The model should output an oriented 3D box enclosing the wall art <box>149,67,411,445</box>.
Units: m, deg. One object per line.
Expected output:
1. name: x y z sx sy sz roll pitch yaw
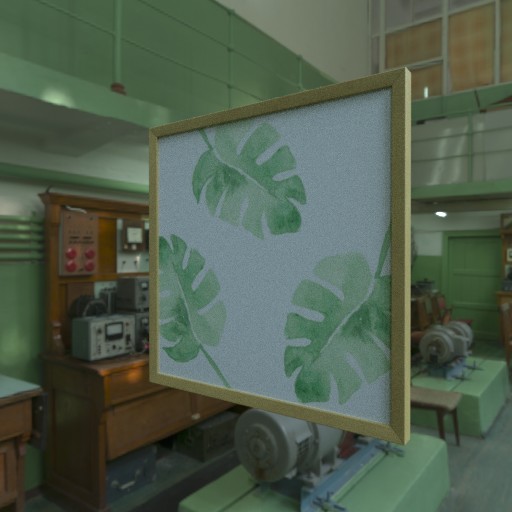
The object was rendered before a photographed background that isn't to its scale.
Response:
1. wall art: 0.000 0.000 1.127 0.763 0.763 0.037 0 1 35
